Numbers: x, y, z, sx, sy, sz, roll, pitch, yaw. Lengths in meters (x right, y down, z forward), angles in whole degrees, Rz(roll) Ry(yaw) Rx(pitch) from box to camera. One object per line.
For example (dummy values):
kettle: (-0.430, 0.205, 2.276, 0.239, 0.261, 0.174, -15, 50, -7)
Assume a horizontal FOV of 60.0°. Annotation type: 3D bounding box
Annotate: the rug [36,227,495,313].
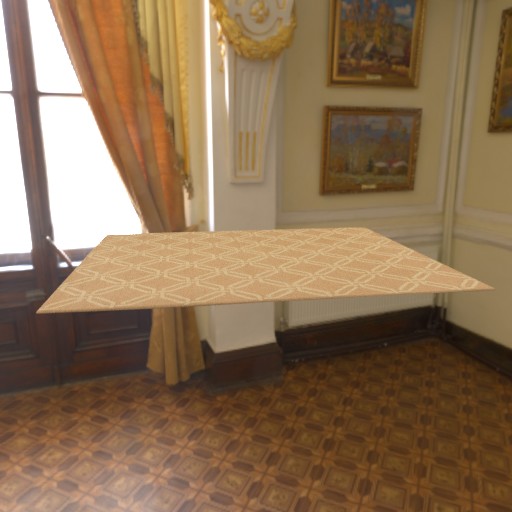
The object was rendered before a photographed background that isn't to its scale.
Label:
rug: (0.000, 0.000, 3.847, 2.895, 0.018, 2.288, -2, 14, -8)
